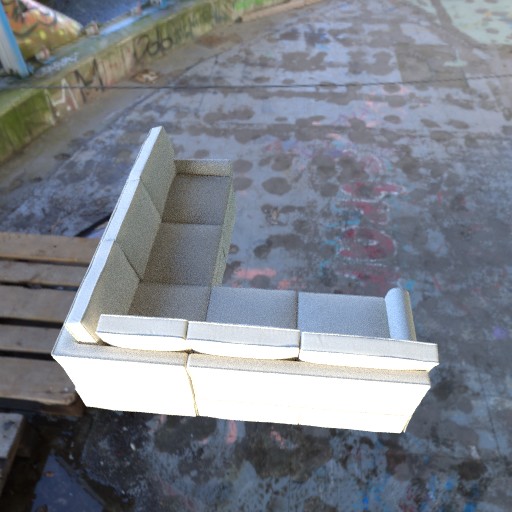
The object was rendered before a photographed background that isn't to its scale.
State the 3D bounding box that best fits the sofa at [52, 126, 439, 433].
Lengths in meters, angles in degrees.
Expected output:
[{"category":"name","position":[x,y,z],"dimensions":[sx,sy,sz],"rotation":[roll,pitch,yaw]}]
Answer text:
[{"category":"sofa","position":[0.000,0.000,4.005],"dimensions":[2.591,1.070,2.597],"rotation":[4,48,3]}]
